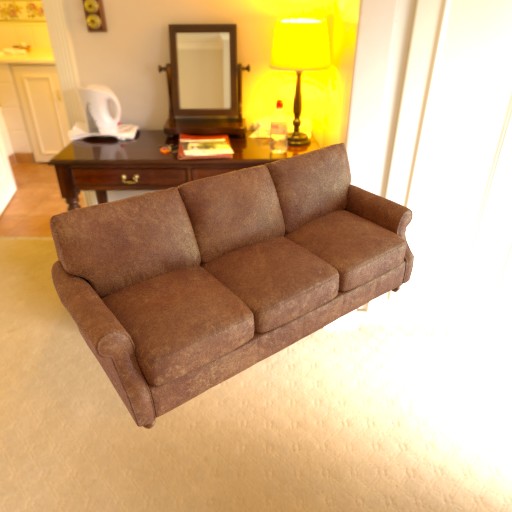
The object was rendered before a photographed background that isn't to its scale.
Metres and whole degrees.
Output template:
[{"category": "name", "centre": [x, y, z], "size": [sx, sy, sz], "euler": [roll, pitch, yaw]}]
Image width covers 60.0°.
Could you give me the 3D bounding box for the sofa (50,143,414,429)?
[{"category": "sofa", "centre": [0.000, 0.000, 2.875], "size": [2.351, 0.977, 0.973], "euler": [-21, 37, -31]}]
